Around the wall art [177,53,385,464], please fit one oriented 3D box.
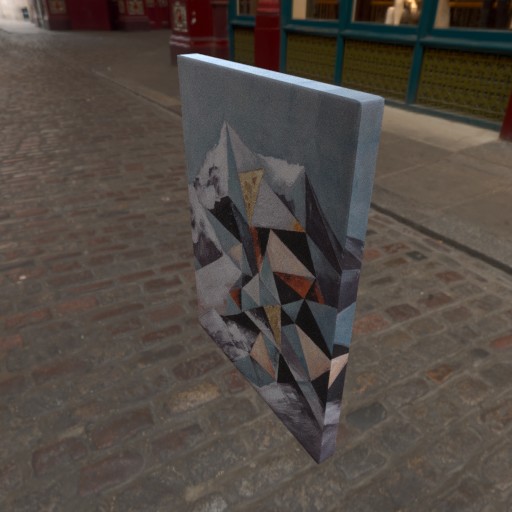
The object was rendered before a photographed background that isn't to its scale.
[{"bbox_3d":[0.000,0.000,0.786,0.037,0.613,0.455,-19,36,-28],"label":"wall art"}]
